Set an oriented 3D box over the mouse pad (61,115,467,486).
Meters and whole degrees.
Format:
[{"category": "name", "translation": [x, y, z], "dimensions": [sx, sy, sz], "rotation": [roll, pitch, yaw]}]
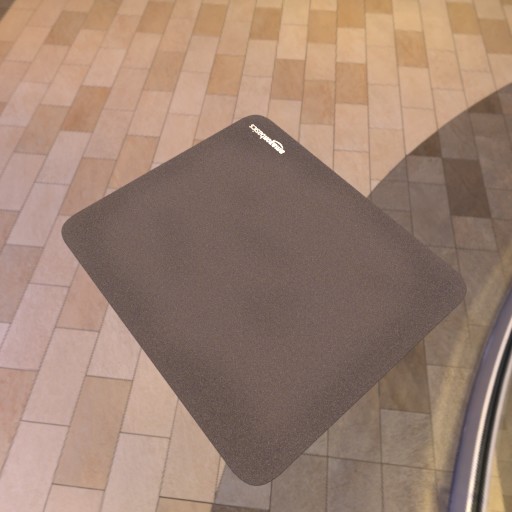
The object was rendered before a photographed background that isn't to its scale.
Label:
[{"category": "mouse pad", "translation": [0.000, 0.000, 0.428], "dimensions": [0.269, 0.002, 0.315], "rotation": [-36, 65, -19]}]
